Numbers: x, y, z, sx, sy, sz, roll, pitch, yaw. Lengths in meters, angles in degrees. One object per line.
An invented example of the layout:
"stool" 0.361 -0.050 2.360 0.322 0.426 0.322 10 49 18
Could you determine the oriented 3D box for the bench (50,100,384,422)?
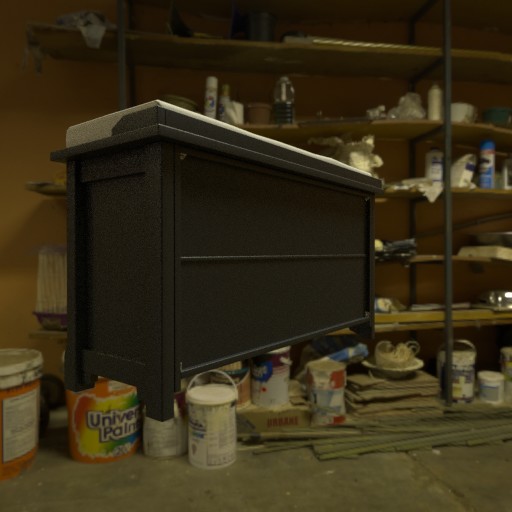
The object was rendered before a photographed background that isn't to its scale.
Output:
"bench" 0.000 0.000 1.213 0.345 0.561 0.973 0 1 37
